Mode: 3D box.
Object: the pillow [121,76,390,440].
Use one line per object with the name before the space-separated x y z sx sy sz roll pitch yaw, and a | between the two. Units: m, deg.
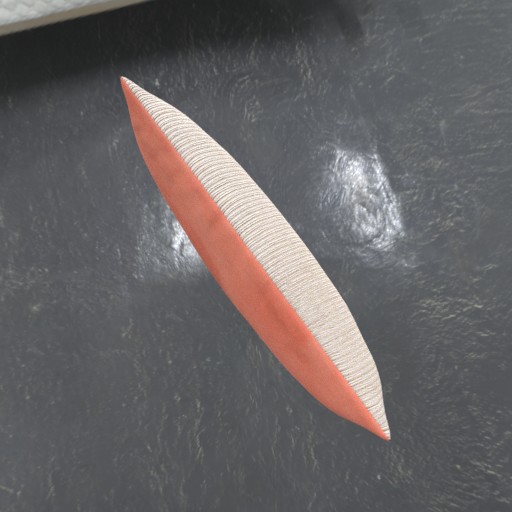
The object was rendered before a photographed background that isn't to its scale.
pillow | 0.000 0.000 0.732 0.155 0.307 0.608 -35 79 -8
